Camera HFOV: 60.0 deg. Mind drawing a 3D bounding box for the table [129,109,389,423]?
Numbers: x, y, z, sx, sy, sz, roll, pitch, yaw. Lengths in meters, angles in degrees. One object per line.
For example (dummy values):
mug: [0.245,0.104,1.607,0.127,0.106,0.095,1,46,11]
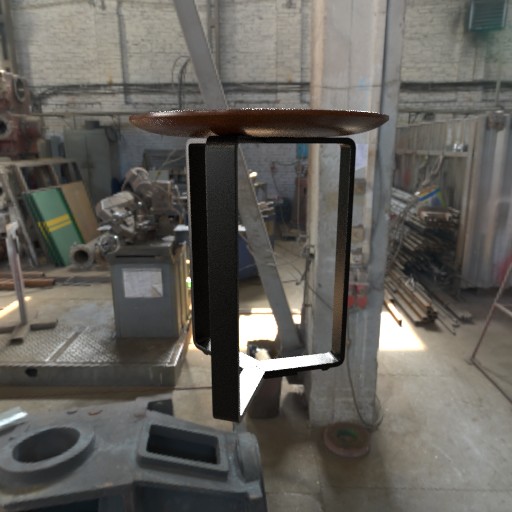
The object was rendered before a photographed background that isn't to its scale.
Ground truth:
table: [0.000,0.000,0.758,0.380,0.450,0.410,-13,19,-43]
